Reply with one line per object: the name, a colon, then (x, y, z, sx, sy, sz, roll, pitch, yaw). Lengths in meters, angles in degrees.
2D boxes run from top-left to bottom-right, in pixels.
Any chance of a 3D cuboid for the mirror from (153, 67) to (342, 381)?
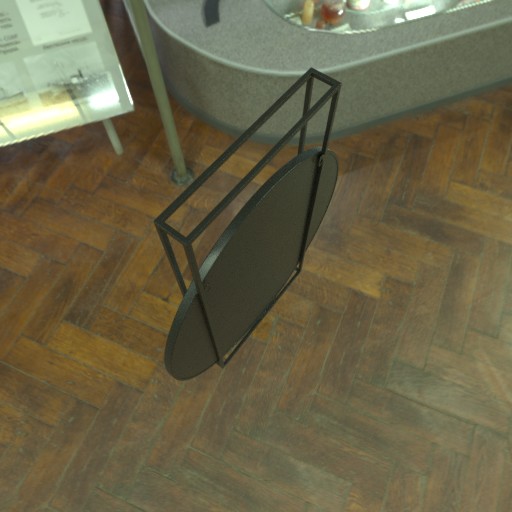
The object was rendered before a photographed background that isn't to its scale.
mirror: (0.000, 0.000, 0.818, 0.051, 0.603, 0.508, 35, 68, 16)
